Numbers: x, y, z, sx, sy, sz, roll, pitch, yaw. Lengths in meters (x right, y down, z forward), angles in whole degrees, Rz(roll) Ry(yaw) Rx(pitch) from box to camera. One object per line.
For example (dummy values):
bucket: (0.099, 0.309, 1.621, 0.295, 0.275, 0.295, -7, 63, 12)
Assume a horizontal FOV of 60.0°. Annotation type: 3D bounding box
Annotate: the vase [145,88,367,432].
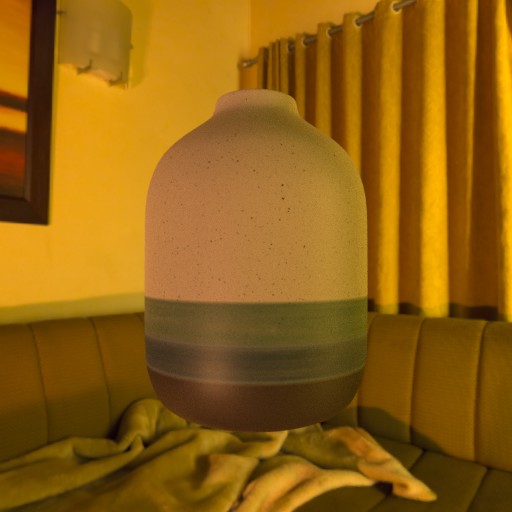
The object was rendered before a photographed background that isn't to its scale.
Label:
vase: (0.000, 0.000, 0.347, 0.169, 0.240, 0.169, 0, -1, 0)
